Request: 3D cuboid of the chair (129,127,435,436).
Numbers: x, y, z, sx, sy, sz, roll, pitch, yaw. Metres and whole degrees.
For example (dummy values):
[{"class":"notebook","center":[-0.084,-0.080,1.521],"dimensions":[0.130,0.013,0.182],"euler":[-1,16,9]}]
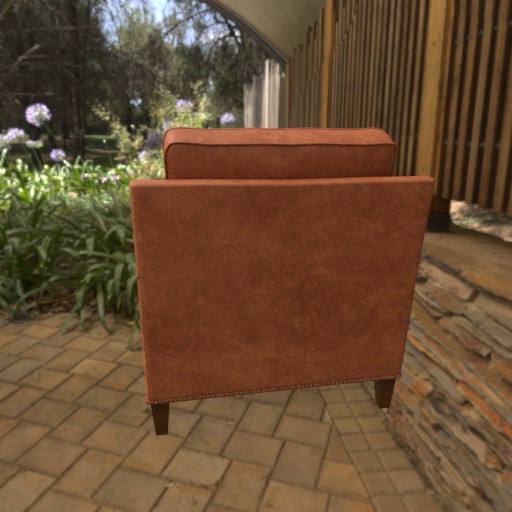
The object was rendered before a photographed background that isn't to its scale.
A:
[{"class":"chair","center":[0.000,0.000,1.734],"dimensions":[0.853,0.943,1.014],"euler":[-3,14,-11]}]
